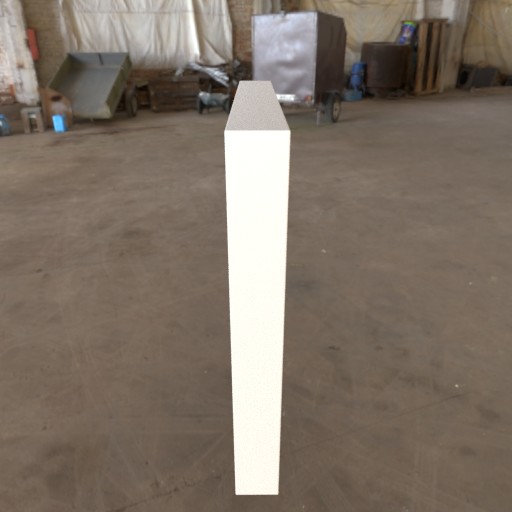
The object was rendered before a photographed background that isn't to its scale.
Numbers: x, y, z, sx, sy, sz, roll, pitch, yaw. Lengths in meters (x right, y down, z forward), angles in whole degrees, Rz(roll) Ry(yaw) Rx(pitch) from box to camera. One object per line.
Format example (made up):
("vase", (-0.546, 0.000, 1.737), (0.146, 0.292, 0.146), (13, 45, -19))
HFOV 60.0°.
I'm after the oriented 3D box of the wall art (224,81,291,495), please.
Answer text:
("wall art", (0.000, 0.000, 0.448), (0.037, 0.305, 0.305), (0, 26, 0))
